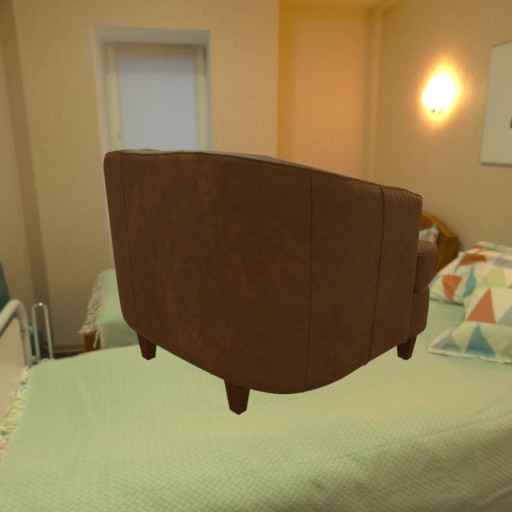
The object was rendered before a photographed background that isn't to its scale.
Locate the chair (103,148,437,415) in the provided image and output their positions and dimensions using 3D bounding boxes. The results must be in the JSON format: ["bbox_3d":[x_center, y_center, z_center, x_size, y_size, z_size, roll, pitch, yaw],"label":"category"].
[{"bbox_3d":[0.000,0.000,1.771,1.119,0.836,0.911,14,20,43],"label":"chair"}]
